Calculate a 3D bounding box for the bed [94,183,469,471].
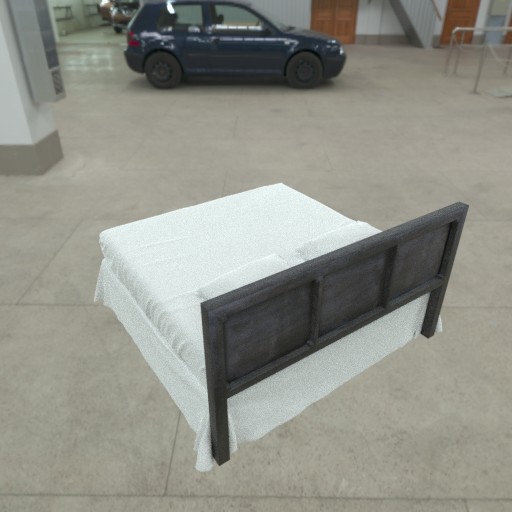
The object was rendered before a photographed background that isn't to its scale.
[{"bbox_3d":[0.000,0.000,3.535,2.255,1.158,2.165,-20,36,-29],"label":"bed"}]
